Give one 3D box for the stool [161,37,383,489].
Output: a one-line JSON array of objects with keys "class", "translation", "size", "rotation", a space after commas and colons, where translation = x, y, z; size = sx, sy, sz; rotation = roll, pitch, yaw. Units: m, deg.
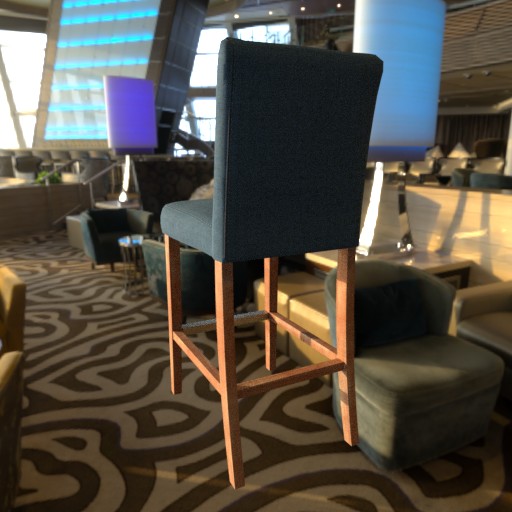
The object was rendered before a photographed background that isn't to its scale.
[{"class": "stool", "translation": [0.000, 0.000, 1.353], "size": [0.454, 1.088, 0.574], "rotation": [-7, 15, -26]}]
